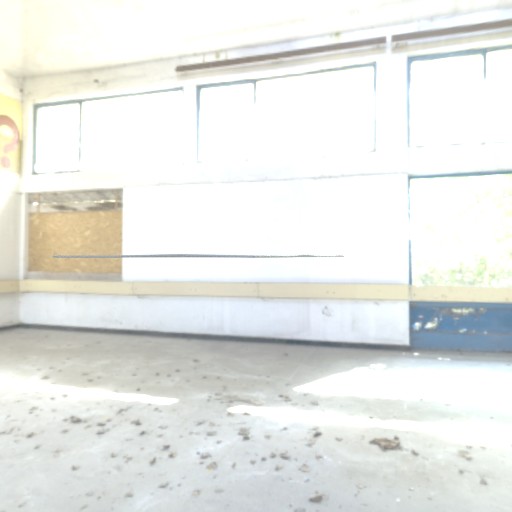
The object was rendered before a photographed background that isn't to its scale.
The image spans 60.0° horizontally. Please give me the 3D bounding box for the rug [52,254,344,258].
[{"bbox_3d":[0.000,0.000,2.640,0.762,0.013,2.439,0,0,18],"label":"rug"}]
